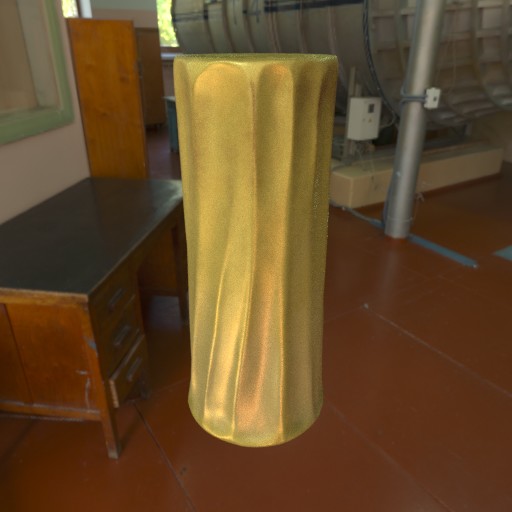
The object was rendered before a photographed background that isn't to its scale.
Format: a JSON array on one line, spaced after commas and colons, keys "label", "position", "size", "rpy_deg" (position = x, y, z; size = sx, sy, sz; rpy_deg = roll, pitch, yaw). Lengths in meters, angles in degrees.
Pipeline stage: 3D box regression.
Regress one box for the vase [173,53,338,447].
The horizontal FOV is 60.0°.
[{"label": "vase", "position": [0.000, 0.000, 0.173], "size": [0.061, 0.143, 0.061], "rpy_deg": [0, 26, 0]}]
